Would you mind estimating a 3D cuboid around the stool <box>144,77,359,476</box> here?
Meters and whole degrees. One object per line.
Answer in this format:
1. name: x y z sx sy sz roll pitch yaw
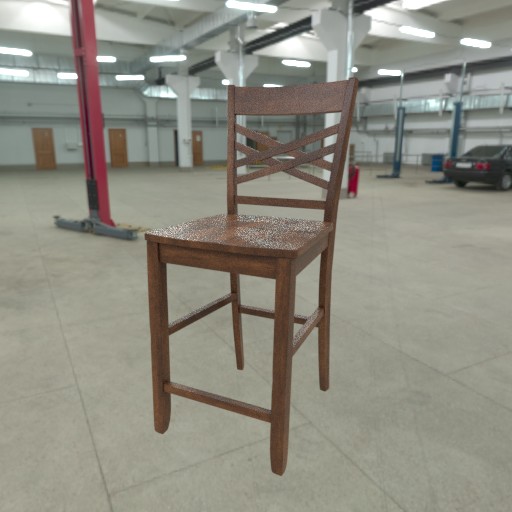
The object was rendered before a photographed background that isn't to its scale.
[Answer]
1. stool: 0.000 0.000 1.390 0.462 1.079 0.539 7 16 25
